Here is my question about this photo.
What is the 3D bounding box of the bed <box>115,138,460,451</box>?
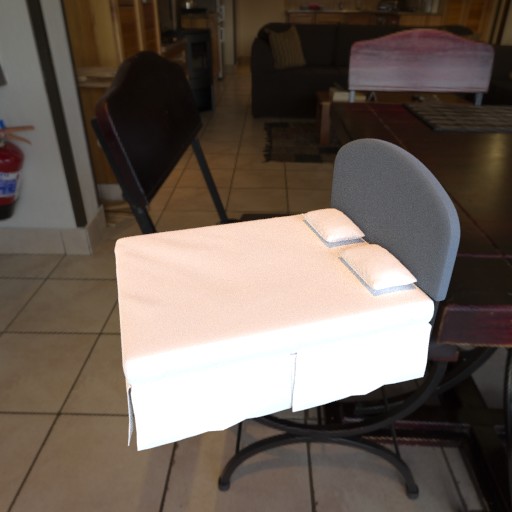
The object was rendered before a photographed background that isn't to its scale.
[{"bbox_3d":[0.000,0.000,3.099,2.005,1.410,1.607,-9,30,-15],"label":"bed"}]
